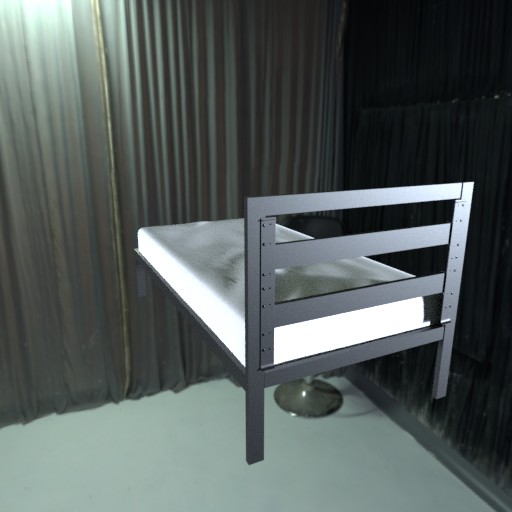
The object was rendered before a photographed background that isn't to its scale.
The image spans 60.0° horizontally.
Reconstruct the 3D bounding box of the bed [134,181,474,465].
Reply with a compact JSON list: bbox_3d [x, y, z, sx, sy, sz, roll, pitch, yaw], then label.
[{"bbox_3d":[0.000,0.000,2.503,0.991,0.967,1.930,-8,17,-25],"label":"bed"}]
